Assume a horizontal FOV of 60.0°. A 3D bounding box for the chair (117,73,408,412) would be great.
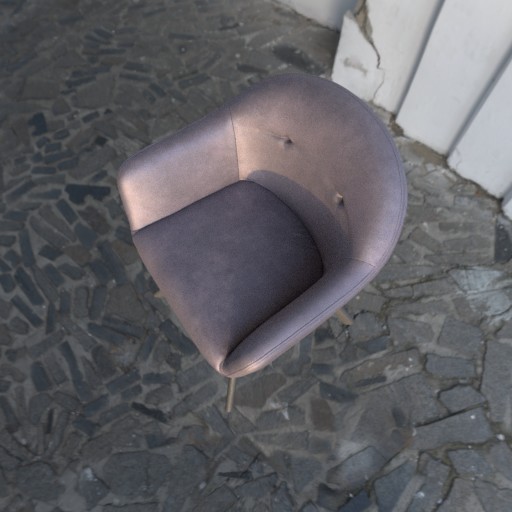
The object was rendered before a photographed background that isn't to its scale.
[{"bbox_3d":[0.000,0.000,1.167,0.544,0.781,0.567,-32,68,-14],"label":"chair"}]
